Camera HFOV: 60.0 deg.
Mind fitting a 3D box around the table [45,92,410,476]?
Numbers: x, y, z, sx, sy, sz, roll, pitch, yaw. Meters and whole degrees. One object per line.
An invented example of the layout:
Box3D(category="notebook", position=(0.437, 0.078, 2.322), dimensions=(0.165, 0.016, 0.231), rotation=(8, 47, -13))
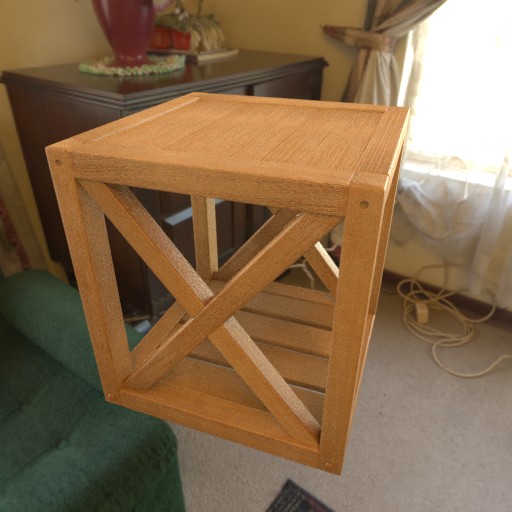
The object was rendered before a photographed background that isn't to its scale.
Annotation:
Box3D(category="table", position=(0.000, 0.000, 1.035), dimensions=(0.559, 0.610, 0.558), rotation=(10, 32, 17))
